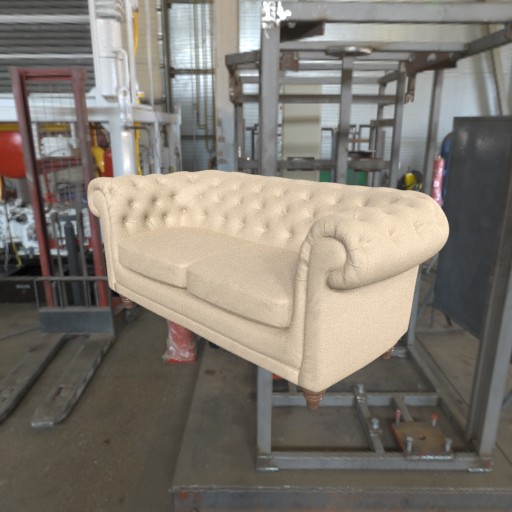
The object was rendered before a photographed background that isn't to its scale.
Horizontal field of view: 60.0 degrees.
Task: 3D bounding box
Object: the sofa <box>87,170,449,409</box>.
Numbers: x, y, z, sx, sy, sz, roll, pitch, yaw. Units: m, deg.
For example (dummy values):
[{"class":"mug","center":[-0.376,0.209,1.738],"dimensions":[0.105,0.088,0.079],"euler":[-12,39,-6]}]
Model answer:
[{"class":"sofa","center":[0.000,0.000,2.517],"dimensions":[1.988,0.835,1.069],"euler":[16,22,43]}]
